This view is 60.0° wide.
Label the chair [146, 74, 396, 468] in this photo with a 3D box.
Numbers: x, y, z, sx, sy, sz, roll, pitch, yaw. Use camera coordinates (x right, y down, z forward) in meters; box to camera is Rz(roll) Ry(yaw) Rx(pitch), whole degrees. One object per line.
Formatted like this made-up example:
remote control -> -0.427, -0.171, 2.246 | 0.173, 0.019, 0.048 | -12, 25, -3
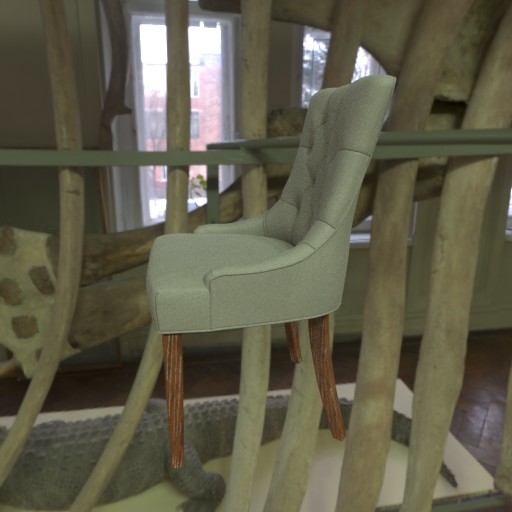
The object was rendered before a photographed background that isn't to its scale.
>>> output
chair -> 0.000, 0.000, 1.182 | 0.565, 0.874, 0.509 | -3, 15, -10
